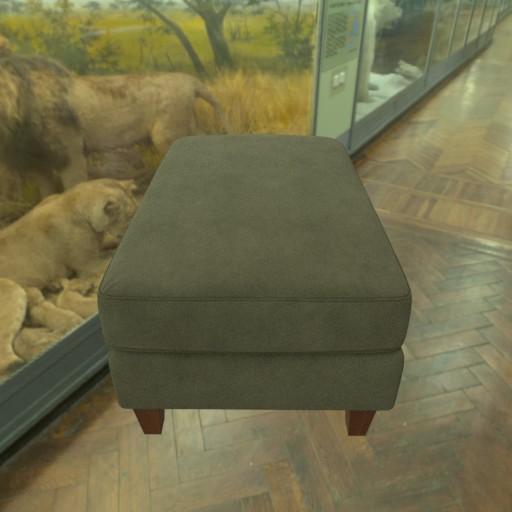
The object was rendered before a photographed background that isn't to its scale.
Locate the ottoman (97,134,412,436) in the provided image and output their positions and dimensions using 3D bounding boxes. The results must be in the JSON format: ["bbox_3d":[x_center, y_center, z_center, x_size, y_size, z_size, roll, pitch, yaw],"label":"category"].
[{"bbox_3d":[0.000,0.000,1.210,0.584,0.483,0.864,0,33,0],"label":"ottoman"}]
